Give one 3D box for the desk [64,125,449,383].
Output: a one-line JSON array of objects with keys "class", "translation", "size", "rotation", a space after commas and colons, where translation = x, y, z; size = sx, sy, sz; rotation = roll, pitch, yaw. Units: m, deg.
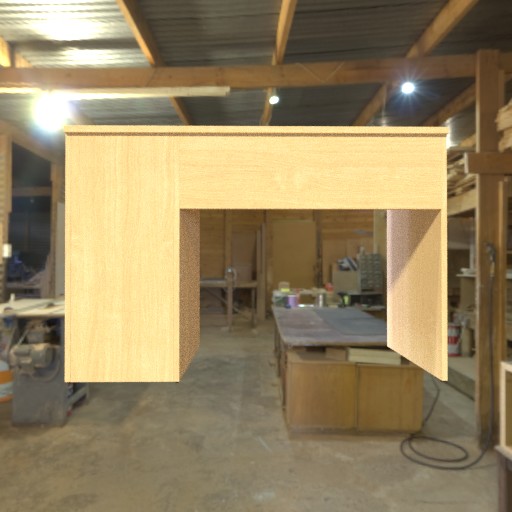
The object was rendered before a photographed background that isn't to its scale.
[{"class": "desk", "translation": [0.000, 0.000, 1.539], "size": [1.097, 0.735, 0.560], "rotation": [0, 0, -1]}]
